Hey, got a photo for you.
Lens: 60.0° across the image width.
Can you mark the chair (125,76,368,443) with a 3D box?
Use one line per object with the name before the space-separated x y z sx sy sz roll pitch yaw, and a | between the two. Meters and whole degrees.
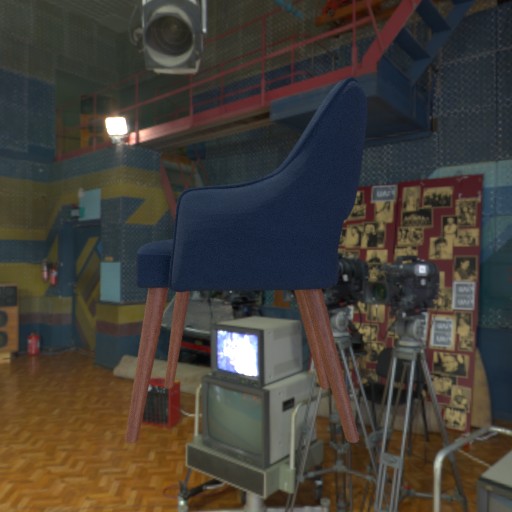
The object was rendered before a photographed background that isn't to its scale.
chair | 0.000 0.000 1.220 0.591 0.844 0.559 0 0 0
